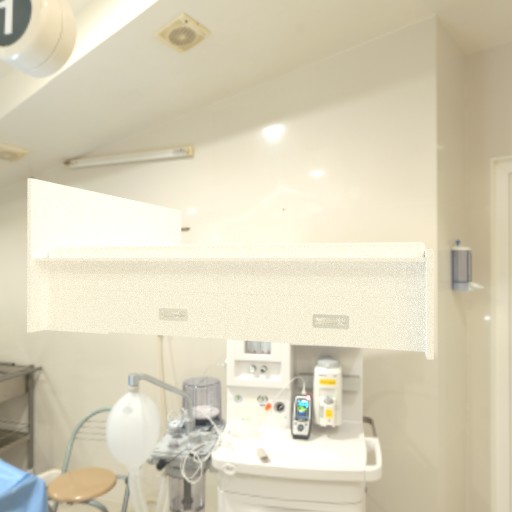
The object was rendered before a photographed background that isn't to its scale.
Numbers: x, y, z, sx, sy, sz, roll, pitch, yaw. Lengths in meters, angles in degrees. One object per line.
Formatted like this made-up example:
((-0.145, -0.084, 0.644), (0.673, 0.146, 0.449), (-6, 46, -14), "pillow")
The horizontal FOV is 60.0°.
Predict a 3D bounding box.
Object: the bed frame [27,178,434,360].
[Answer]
((0.000, 0.000, 2.756), (1.960, 0.800, 1.622), (0, 0, 19), "bed frame")
